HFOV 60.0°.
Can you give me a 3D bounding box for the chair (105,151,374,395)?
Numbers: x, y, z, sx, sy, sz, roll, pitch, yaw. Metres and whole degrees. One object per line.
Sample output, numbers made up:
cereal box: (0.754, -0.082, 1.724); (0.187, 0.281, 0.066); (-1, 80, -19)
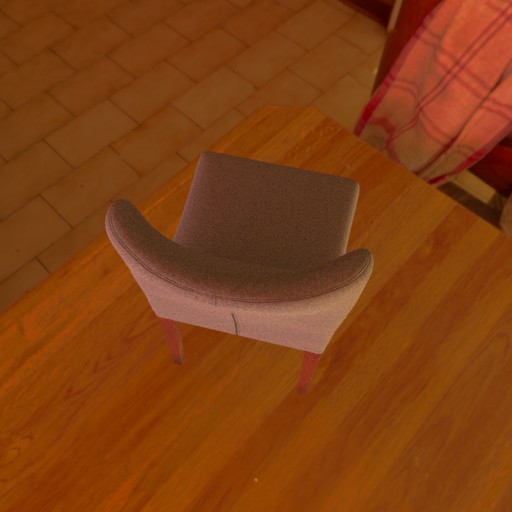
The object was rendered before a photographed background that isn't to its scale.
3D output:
chair: (0.000, 0.000, 1.184); (0.491, 0.839, 0.592); (12, 64, 6)
